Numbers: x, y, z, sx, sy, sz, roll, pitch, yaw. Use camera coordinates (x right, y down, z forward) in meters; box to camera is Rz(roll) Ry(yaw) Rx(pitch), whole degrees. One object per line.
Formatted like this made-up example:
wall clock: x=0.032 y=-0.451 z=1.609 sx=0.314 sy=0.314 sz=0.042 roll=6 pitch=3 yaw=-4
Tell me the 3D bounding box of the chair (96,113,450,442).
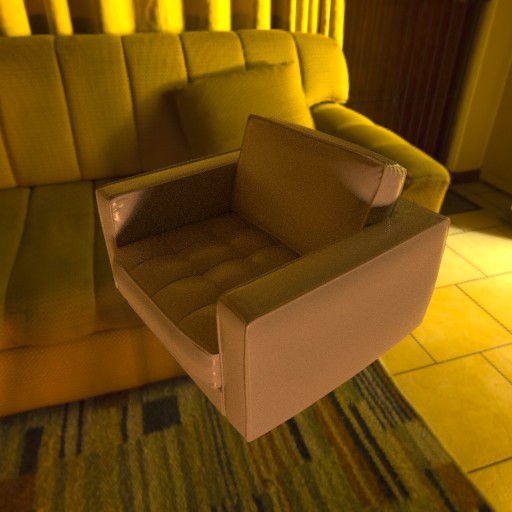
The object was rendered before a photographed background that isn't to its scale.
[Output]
chair: x=0.000 y=0.000 z=1.530 sx=0.843 sy=0.773 sz=0.928 roll=-23 pitch=40 yaw=-31
